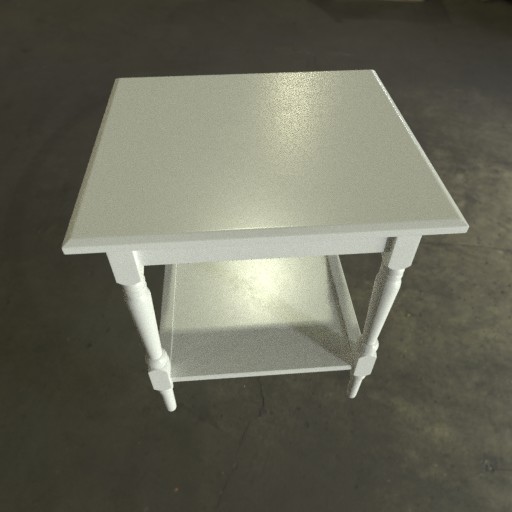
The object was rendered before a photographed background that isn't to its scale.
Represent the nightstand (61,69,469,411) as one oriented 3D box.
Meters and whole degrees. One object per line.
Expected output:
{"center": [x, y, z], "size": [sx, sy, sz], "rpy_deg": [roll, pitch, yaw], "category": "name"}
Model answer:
{"center": [0.000, 0.000, 0.900], "size": [0.505, 0.555, 0.459], "rpy_deg": [-3, 46, -3], "category": "nightstand"}
